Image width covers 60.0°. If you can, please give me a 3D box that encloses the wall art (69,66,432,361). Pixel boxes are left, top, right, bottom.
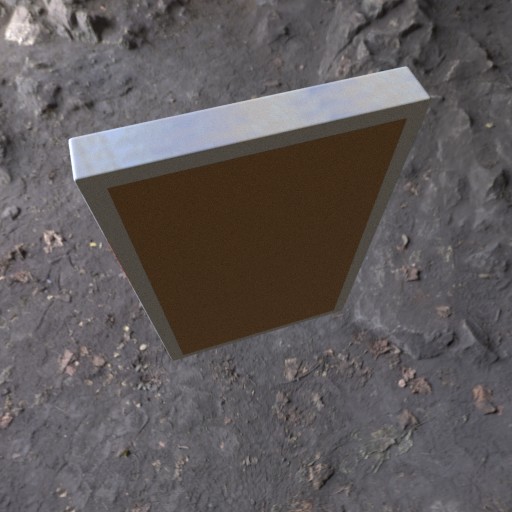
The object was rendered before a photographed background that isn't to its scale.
[{"bbox_3d":[0.000,0.000,0.469,0.251,0.380,0.039,-15,61,-9],"label":"wall art"}]
